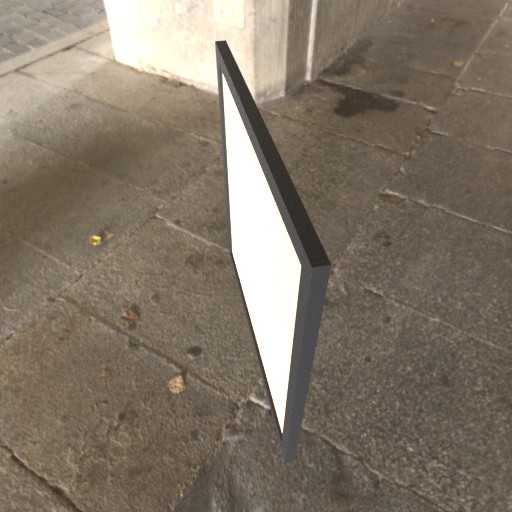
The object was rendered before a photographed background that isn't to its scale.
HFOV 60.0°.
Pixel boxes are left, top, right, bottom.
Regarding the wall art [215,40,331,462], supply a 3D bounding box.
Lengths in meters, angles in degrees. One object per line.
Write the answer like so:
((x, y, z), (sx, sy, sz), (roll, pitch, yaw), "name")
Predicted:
((0.000, 0.000, 0.523), (0.013, 0.356, 0.356), (-10, 48, -9), "wall art")
